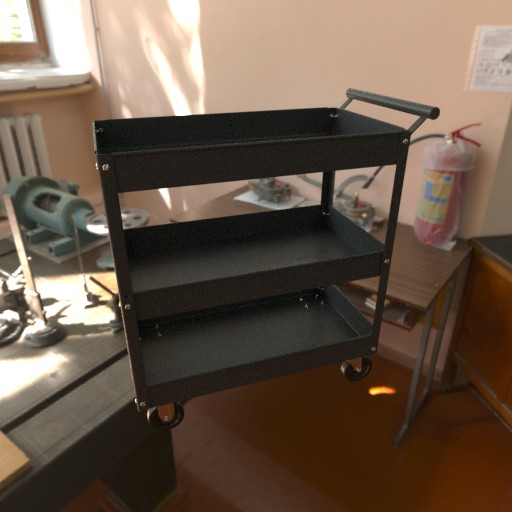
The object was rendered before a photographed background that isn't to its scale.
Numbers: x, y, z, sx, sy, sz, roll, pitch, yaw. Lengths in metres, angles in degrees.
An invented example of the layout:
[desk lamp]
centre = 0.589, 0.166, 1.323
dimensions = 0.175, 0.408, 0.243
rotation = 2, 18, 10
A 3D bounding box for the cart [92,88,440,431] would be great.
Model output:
[cart]
centre = 0.000, 0.000, 1.183
dimensions = 0.719, 0.780, 0.366
rotation = -9, 28, -17
